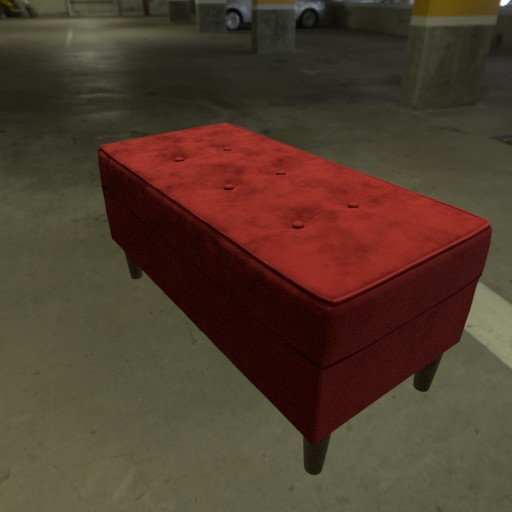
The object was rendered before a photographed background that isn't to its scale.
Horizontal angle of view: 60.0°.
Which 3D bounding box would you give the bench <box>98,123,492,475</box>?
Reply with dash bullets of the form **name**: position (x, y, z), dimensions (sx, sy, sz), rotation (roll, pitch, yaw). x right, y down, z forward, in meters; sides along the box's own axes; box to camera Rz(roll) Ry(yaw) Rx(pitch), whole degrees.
- **bench**: position (0.000, 0.000, 1.232), dimensions (0.492, 0.471, 1.016), rotation (-21, 37, -31)
